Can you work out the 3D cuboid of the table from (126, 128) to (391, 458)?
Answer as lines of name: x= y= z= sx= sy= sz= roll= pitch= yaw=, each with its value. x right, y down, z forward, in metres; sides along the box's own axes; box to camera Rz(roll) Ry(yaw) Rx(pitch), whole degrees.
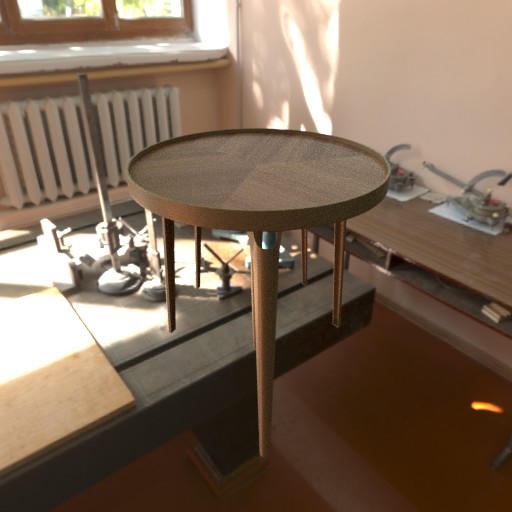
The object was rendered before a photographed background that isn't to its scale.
table: x=0.000 y=0.000 z=1.126 sx=0.532 sy=0.555 sz=0.751 roll=-1 pitch=30 yaw=-3
